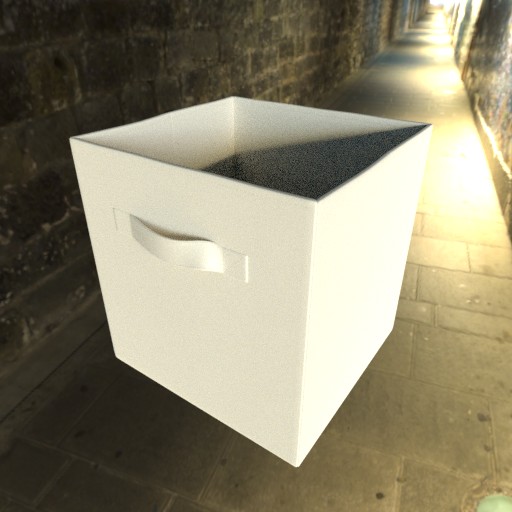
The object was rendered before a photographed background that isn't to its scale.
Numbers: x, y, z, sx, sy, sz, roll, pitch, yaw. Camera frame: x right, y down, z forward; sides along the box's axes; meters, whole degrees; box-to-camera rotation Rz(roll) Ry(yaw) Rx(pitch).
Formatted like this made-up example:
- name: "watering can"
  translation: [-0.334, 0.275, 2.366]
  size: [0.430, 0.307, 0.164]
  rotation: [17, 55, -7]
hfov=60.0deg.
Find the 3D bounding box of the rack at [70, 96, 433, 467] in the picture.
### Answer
- name: "rack"
  translation: [0.000, 0.000, 0.503]
  size: [0.270, 0.280, 0.270]
  rotation: [20, 36, 30]
